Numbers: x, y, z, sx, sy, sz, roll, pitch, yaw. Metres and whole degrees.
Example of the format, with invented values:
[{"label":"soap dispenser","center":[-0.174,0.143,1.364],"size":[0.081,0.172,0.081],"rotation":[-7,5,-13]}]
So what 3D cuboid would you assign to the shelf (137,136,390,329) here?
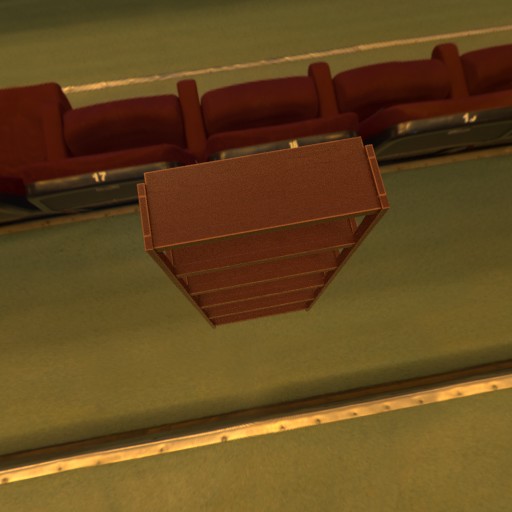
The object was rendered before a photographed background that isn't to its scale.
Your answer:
[{"label":"shelf","center":[0.000,0.000,2.127],"size":[0.660,1.892,0.381],"rotation":[-10,75,-3]}]
